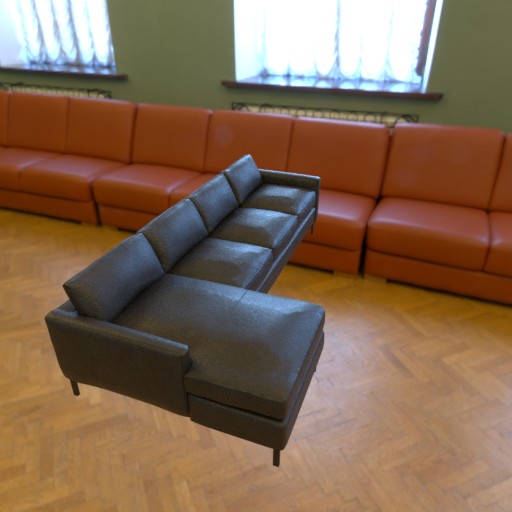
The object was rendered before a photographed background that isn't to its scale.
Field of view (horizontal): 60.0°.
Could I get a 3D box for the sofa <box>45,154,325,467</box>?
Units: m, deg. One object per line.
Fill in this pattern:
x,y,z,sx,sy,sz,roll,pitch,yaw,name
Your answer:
0.000,0.000,3.622,1.471,0.859,2.993,11,31,18,sofa
